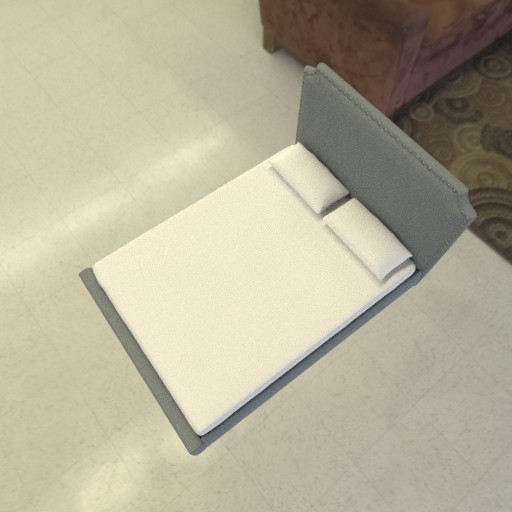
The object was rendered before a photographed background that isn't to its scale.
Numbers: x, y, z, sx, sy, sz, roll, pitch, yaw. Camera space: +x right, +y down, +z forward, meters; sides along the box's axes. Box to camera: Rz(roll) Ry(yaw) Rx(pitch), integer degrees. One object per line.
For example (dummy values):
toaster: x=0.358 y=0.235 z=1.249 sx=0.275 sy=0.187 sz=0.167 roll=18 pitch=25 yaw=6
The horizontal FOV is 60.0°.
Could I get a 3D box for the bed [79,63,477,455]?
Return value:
bed: x=0.000 y=0.000 z=3.381 sx=2.372 sy=1.443 sz=1.712 roll=-34 pitch=69 yaw=-15
